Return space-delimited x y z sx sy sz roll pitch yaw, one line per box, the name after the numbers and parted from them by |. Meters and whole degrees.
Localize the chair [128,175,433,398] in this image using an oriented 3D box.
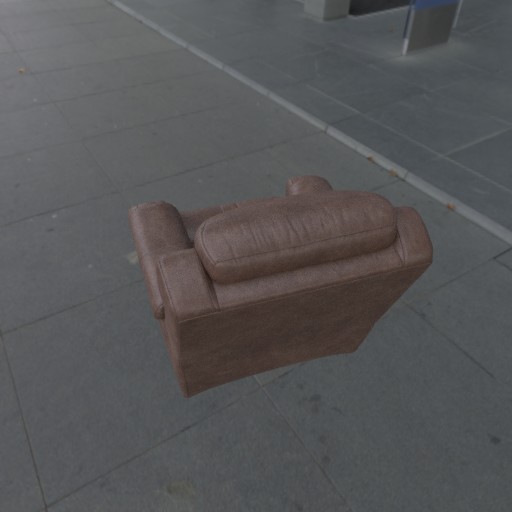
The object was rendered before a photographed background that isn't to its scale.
0.000 0.000 1.792 0.940 0.990 1.067 -12 43 -13 | chair
